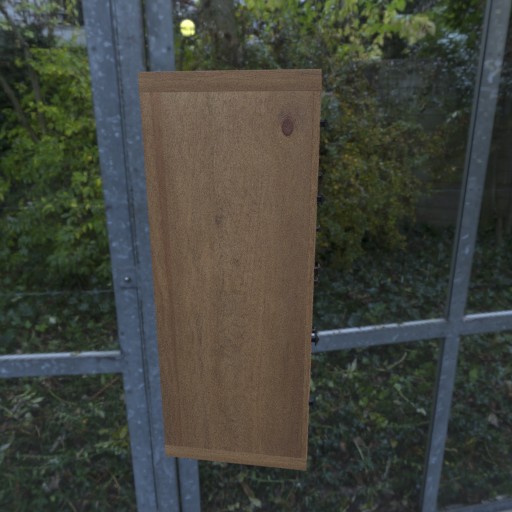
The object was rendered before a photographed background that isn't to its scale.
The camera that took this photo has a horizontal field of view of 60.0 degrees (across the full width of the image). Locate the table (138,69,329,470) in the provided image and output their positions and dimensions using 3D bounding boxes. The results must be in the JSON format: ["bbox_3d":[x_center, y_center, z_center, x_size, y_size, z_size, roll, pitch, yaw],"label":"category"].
[{"bbox_3d":[0.000,0.000,1.783,0.524,1.294,0.901,2,17,8],"label":"table"}]
